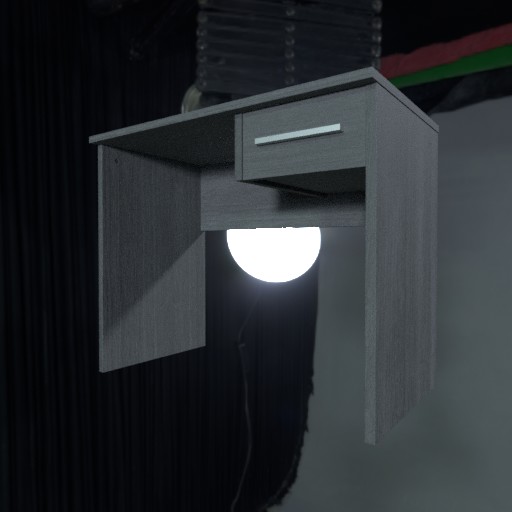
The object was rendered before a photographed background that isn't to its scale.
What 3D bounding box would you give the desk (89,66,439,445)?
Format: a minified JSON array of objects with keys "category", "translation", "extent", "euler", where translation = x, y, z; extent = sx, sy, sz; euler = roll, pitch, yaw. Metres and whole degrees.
[{"category":"desk","translation":[0.000,0.000,1.296],"extent":[0.893,0.724,0.498],"euler":[1,1,36]}]
